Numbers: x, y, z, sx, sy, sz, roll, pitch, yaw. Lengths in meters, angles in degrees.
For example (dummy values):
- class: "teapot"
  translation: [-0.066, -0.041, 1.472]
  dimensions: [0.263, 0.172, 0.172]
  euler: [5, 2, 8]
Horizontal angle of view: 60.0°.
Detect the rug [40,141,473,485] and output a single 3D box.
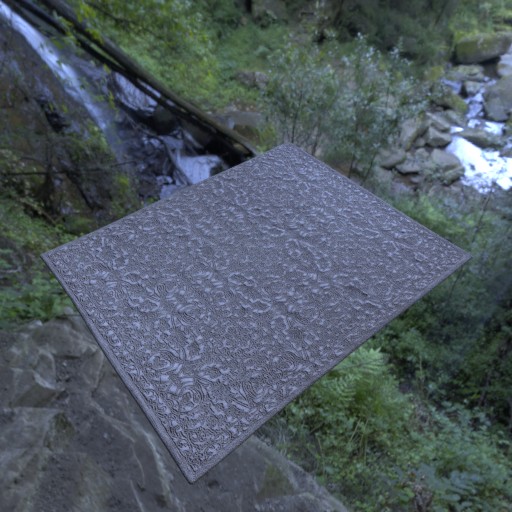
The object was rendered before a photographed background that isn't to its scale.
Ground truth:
- class: "rug"
  translation: [0.000, 0.000, 3.967]
  dimensions: [3.017, 0.035, 2.472]
  euler: [-30, 53, -26]
